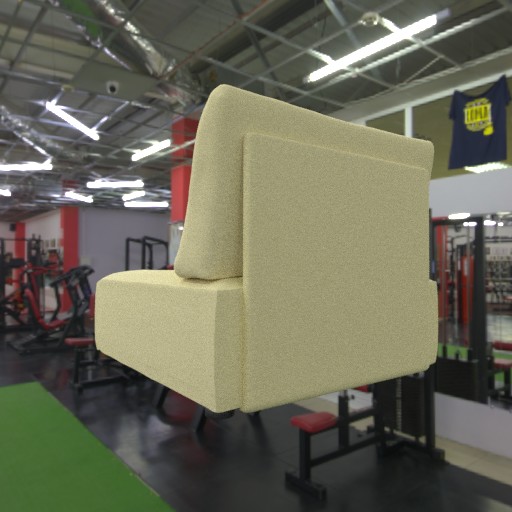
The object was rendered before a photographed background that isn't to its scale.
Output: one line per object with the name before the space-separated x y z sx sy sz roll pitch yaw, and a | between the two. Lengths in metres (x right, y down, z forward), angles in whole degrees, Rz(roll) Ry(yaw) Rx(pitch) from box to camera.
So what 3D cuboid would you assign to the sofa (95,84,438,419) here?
sofa | 0.000 0.000 1.699 0.930 0.820 1.000 1 -1 -36
